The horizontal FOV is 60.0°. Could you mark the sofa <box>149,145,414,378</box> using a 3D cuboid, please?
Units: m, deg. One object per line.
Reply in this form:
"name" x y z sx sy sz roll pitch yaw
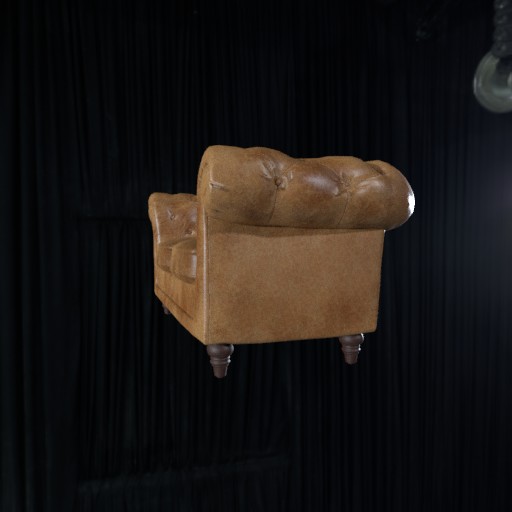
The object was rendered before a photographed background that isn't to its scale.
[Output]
"sofa" 0.000 0.000 2.558 1.042 0.877 1.979 -1 3 -19
